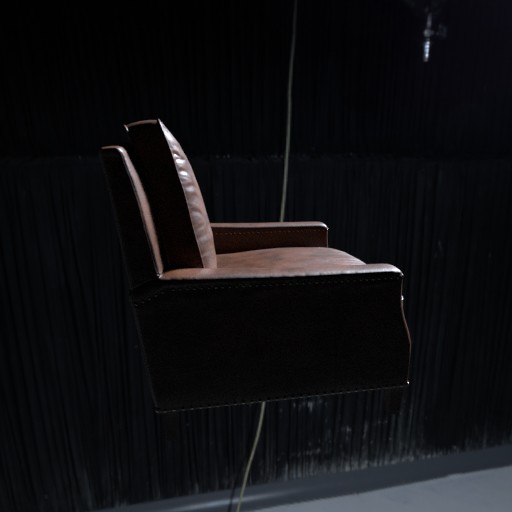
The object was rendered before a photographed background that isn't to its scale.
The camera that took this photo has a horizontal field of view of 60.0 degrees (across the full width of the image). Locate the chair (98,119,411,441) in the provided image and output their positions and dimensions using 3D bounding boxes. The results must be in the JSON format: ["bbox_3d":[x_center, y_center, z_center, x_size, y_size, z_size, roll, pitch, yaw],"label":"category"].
[{"bbox_3d":[0.000,0.000,1.812,1.035,1.054,0.854,-3,16,-10],"label":"chair"}]
